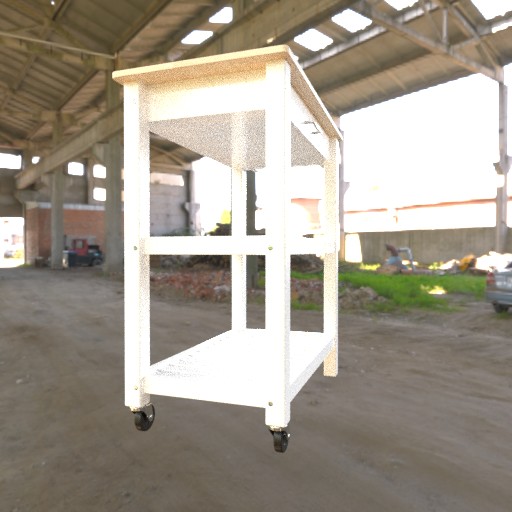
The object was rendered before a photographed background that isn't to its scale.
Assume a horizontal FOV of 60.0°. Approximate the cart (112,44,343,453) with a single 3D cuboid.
[{"bbox_3d":[0.000,0.000,1.460,0.457,0.927,0.899,0,1,19],"label":"cart"}]
